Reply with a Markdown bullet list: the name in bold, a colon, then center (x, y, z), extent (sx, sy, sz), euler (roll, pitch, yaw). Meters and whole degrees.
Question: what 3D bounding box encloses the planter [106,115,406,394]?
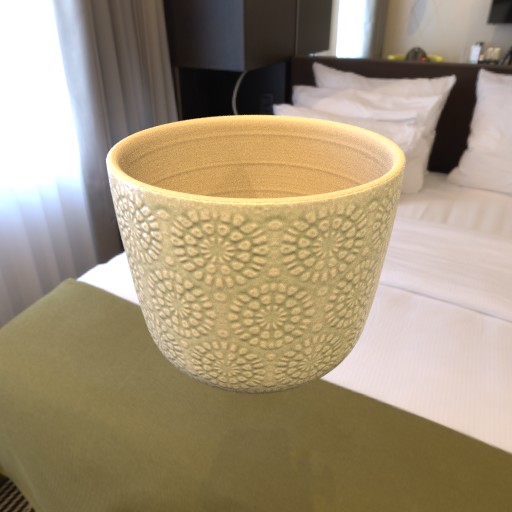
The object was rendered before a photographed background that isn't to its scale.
- **planter**: center (0.000, 0.000, 0.217), extent (0.124, 0.109, 0.124), euler (0, 30, 0)
